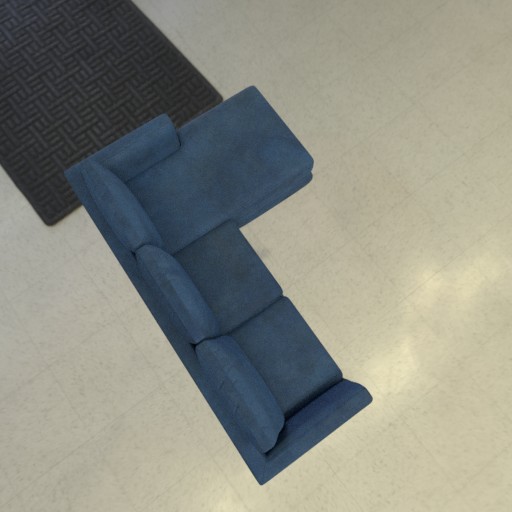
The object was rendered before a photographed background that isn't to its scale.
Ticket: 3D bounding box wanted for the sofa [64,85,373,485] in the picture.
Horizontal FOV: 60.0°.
[{"bbox_3d":[0.000,0.000,3.199,1.622,0.987,2.438,-34,77,-9],"label":"sofa"}]
